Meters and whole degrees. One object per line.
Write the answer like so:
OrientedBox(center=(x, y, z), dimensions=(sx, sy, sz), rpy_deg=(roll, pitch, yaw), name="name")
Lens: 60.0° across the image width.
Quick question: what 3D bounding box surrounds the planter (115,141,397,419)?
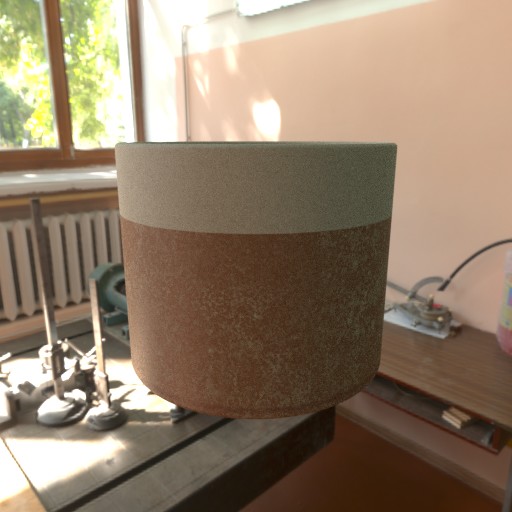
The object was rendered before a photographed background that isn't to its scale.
OrientedBox(center=(0.000, 0.000, 0.277), dimensions=(0.159, 0.138, 0.159), rpy_deg=(0, 15, 0), name="planter")
